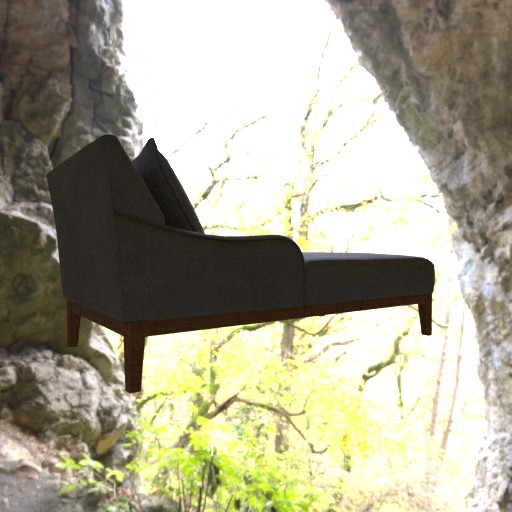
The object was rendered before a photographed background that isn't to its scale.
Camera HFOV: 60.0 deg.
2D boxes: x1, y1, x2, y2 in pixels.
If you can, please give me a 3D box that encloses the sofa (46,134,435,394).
[{"bbox_3d":[0.000,0.000,2.231,1.779,0.859,0.894,-1,1,-35],"label":"sofa"}]
